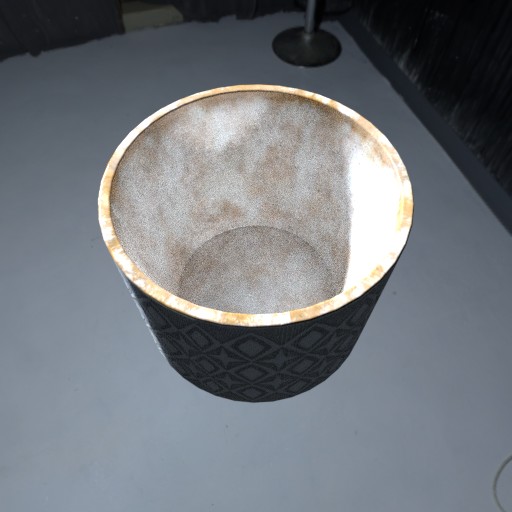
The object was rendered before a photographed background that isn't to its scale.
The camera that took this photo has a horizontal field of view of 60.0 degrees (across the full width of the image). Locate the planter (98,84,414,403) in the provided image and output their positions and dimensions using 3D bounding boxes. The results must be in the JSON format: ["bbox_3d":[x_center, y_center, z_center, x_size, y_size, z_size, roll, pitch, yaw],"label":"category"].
[{"bbox_3d":[0.000,0.000,0.456,0.255,0.223,0.255,0,57,0],"label":"planter"}]
